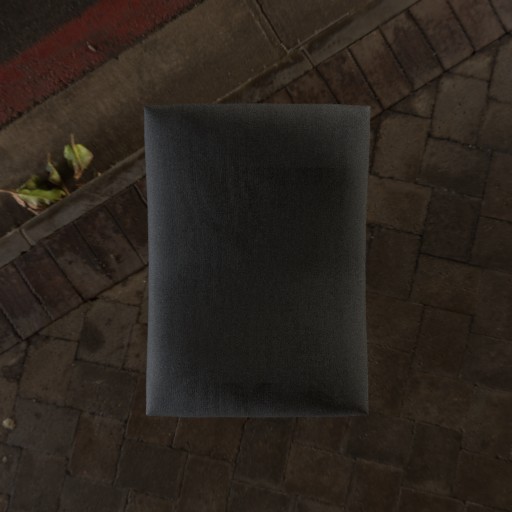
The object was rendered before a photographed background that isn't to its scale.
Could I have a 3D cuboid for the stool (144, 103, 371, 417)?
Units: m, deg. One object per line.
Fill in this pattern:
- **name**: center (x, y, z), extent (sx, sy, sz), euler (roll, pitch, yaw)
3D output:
- **stool**: center (0.000, 0.000, 0.863), extent (0.320, 0.612, 0.439), euler (0, 92, 0)
